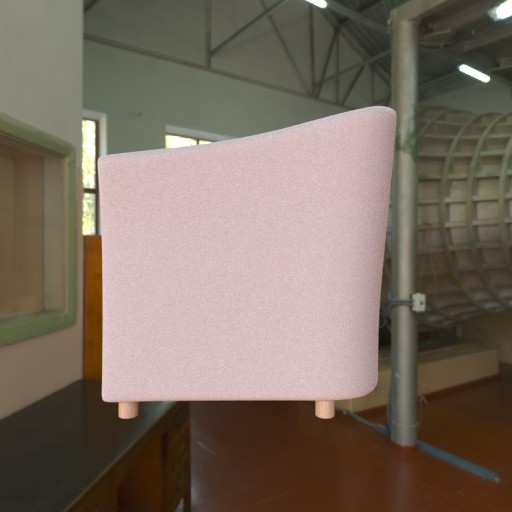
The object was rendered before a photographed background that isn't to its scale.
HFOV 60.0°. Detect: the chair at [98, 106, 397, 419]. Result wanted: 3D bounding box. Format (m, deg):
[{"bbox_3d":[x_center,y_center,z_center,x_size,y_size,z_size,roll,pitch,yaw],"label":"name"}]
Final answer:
[{"bbox_3d":[0.000,0.000,1.338,0.700,0.720,0.790,0,0,0],"label":"chair"}]
